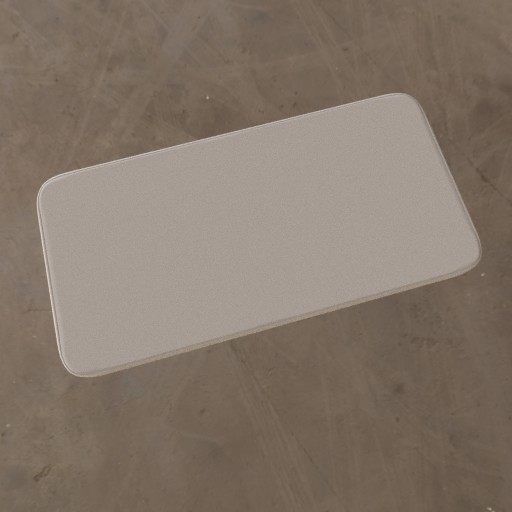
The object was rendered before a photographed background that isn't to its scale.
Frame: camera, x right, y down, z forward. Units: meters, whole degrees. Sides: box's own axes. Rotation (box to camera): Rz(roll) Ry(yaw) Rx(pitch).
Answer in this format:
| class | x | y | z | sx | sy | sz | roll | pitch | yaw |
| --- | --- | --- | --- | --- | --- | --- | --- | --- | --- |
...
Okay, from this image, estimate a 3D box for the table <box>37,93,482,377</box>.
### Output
| class | x | y | z | sx | sy | sz | roll | pitch | yaw |
| --- | --- | --- | --- | --- | --- | --- | --- | --- | --- |
| table | 0.000 | 0.000 | 1.640 | 1.219 | 0.729 | 0.610 | -15 | 75 | -4 |
